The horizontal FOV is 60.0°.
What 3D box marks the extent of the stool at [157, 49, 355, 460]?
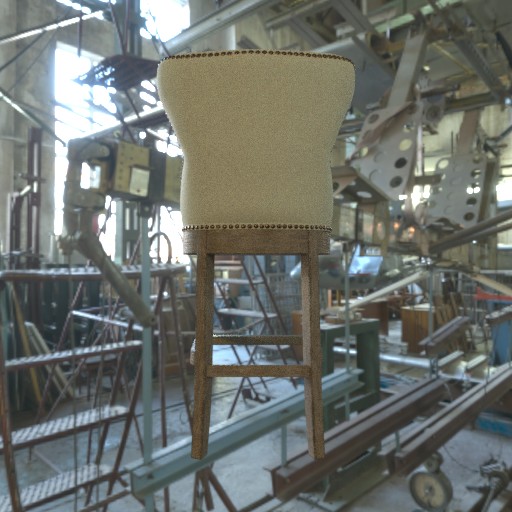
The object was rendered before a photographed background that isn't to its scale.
[{"bbox_3d":[0.000,0.000,1.302,0.498,0.981,0.608,0,-1,0],"label":"stool"}]
